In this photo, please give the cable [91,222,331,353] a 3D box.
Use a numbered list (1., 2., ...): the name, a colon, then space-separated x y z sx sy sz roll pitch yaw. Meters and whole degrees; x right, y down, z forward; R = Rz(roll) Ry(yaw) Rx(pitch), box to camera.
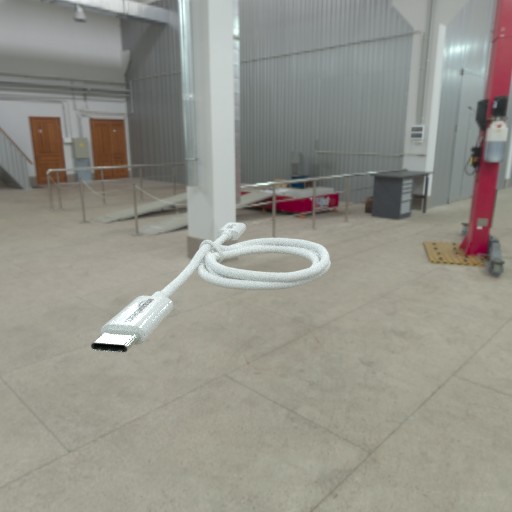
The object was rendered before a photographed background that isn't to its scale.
1. cable: 0.000 0.000 0.209 0.070 0.014 0.186 2 15 8
